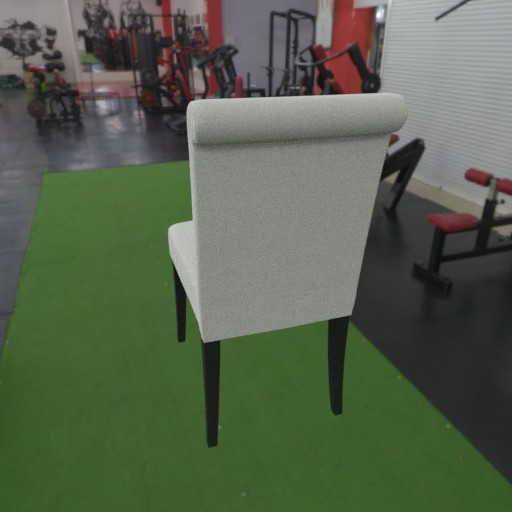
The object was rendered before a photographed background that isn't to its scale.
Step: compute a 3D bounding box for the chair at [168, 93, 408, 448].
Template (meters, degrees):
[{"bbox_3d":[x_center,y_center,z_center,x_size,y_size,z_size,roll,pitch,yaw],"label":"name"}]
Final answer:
[{"bbox_3d":[0.000,0.000,1.345,0.452,0.976,0.708,-8,27,-16],"label":"chair"}]
